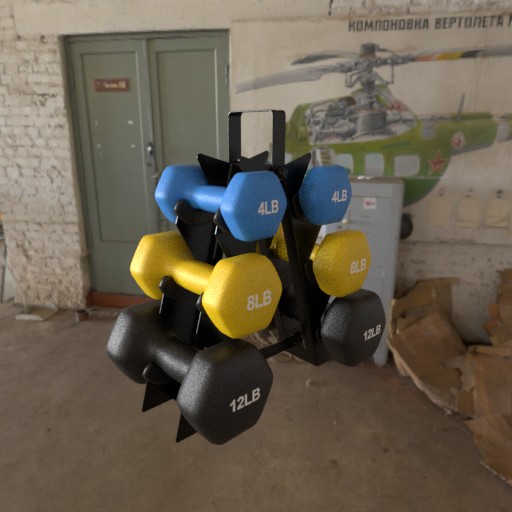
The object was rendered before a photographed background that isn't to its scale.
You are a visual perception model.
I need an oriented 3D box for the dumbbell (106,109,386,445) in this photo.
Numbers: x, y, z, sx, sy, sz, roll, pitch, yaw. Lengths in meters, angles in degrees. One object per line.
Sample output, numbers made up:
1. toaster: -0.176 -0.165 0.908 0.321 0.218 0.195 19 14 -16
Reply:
1. dumbbell: 0.000 0.000 0.683 0.409 0.426 0.255 -14 21 -41
